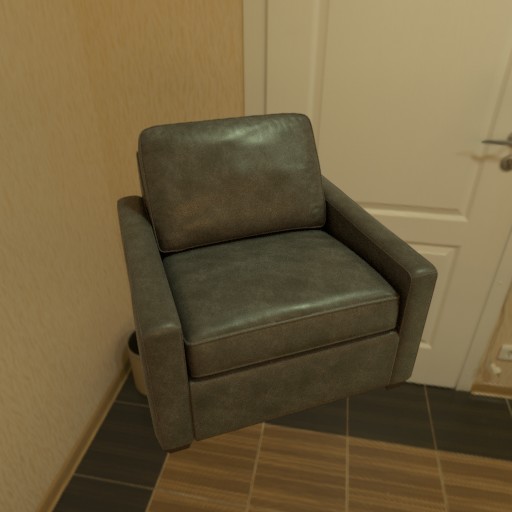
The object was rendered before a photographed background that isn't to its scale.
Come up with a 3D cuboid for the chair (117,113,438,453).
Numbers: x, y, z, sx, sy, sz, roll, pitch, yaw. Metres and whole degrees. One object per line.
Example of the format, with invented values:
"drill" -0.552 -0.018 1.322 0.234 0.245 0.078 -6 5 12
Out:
"chair" 0.000 0.000 1.768 1.006 0.916 0.939 -10 34 -16
